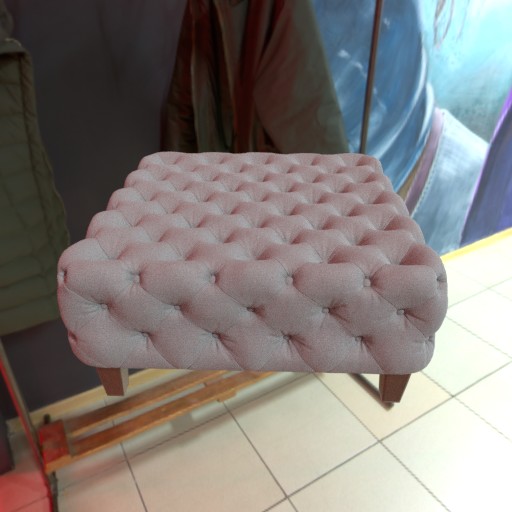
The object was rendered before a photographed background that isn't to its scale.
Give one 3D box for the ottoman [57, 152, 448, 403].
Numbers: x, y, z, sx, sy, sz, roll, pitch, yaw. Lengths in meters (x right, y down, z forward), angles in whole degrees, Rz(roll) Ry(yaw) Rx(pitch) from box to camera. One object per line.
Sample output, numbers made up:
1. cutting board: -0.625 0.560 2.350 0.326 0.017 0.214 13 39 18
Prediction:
1. ottoman: 0.000 0.000 1.418 0.911 0.439 0.917 1 30 2
